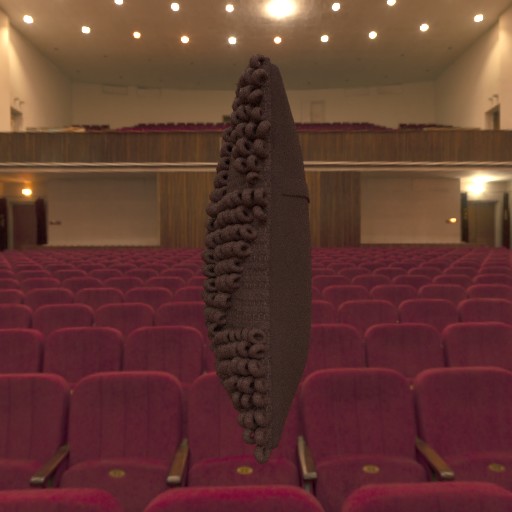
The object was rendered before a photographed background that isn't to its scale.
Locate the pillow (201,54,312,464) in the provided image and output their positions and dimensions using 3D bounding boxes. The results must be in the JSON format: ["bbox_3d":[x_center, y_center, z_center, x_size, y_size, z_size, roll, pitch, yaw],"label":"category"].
[{"bbox_3d":[0.000,0.000,0.721,0.172,0.467,0.470,0,1,-1],"label":"pillow"}]
